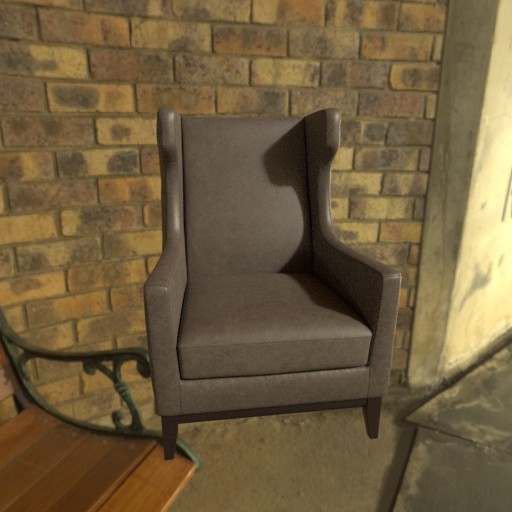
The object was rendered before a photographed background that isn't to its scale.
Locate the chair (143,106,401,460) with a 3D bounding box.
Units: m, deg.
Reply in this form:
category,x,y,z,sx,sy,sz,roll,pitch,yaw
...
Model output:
category,x,y,z,sx,sy,sz,roll,pitch,yaw
chair,0.000,0.000,1.676,0.769,1.079,0.899,-2,16,-8
